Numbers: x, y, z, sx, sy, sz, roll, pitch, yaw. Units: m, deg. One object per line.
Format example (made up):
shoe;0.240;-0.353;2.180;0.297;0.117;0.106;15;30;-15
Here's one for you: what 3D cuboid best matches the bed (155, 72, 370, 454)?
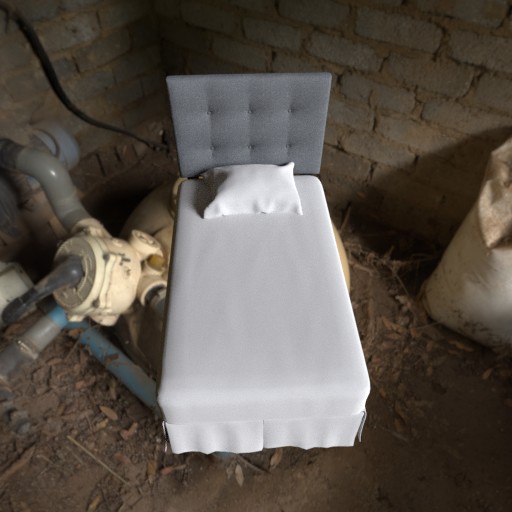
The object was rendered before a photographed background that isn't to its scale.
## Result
bed;0.000;0.000;2.940;1.261;1.571;1.997;-2;47;-2
